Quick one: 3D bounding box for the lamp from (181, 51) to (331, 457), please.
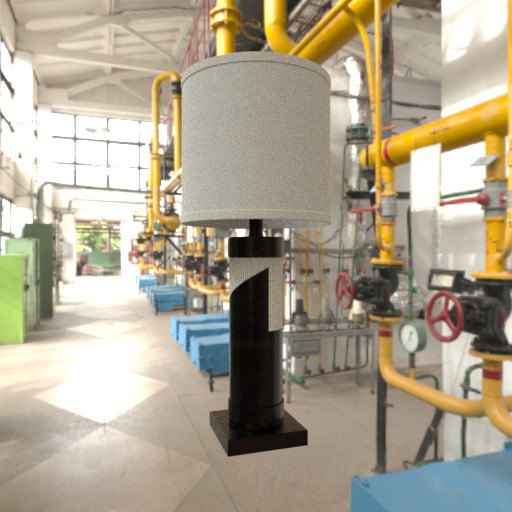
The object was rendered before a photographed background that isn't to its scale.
[{"bbox_3d":[0.000,0.000,0.630,0.211,0.509,0.211,0,0,-18],"label":"lamp"}]
